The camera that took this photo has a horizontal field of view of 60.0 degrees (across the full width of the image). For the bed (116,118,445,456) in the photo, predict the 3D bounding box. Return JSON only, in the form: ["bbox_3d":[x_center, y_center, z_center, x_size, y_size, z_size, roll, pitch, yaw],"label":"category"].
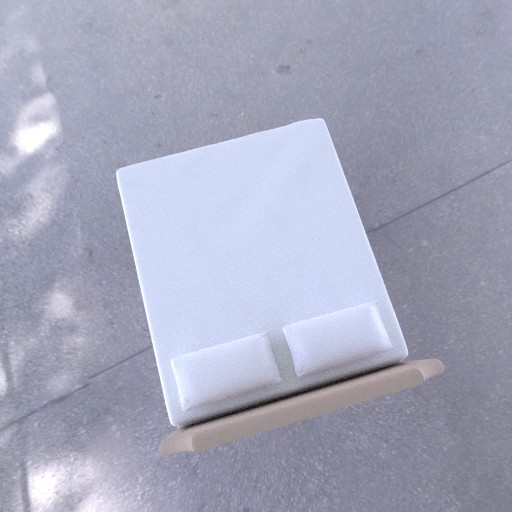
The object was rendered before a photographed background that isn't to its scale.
[{"bbox_3d":[0.000,0.000,4.080,2.350,1.590,2.773,-15,75,-4],"label":"bed"}]
